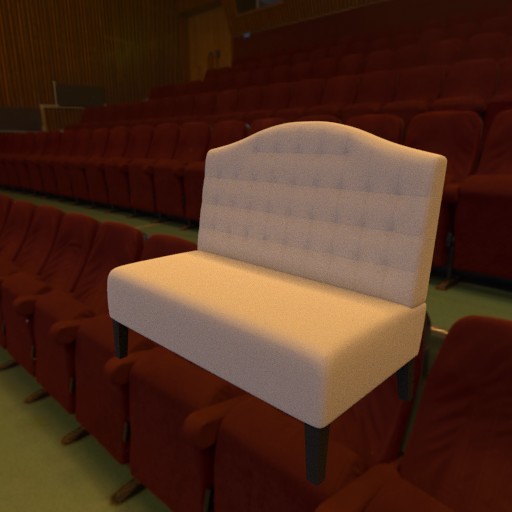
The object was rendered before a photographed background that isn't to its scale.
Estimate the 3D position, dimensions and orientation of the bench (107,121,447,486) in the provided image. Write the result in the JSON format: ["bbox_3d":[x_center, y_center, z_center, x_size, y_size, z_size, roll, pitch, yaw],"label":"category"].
[{"bbox_3d":[0.000,0.000,2.003,1.335,1.180,0.815,14,20,42],"label":"bench"}]
